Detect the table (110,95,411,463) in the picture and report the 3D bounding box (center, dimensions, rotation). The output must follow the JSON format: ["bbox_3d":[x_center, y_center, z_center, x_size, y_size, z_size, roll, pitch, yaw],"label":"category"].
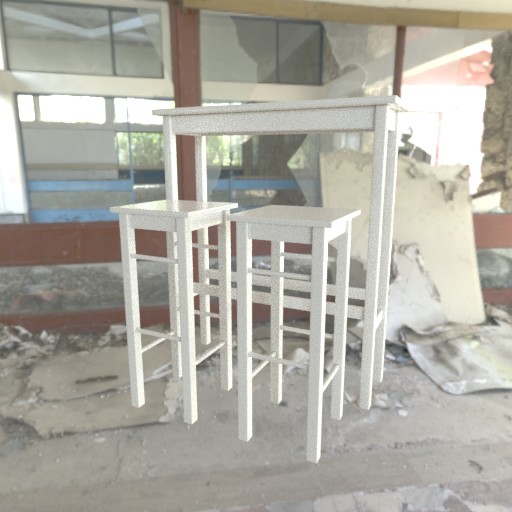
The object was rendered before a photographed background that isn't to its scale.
[{"bbox_3d":[0.000,0.000,1.618,0.915,1.065,0.650,6,14,26],"label":"table"}]
